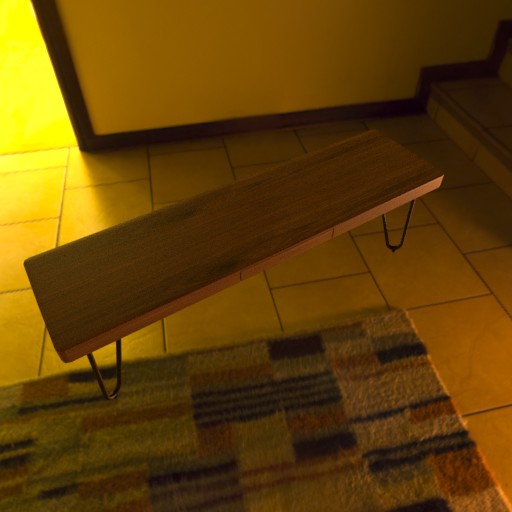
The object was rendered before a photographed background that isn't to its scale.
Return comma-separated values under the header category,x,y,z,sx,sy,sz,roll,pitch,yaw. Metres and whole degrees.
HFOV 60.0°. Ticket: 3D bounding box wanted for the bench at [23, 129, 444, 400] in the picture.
category,x,y,z,sx,sy,sz,roll,pitch,yaw
bench,0.000,0.000,1.800,1.570,0.462,0.425,-25,51,-22
